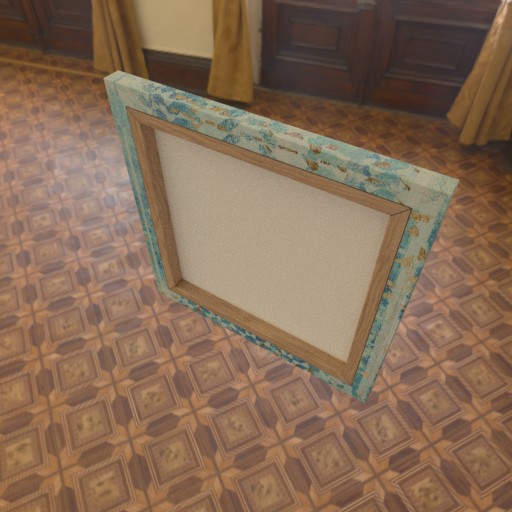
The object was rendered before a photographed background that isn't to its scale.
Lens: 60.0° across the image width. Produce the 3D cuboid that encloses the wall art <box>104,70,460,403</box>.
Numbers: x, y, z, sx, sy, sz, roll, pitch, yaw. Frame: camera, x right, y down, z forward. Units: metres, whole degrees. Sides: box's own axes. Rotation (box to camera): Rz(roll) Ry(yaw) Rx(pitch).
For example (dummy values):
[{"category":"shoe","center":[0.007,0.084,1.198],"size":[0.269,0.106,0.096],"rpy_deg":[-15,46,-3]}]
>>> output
[{"category":"wall art","center":[0.000,0.000,0.905],"size":[0.609,0.609,0.040],"rpy_deg":[25,52,21]}]
